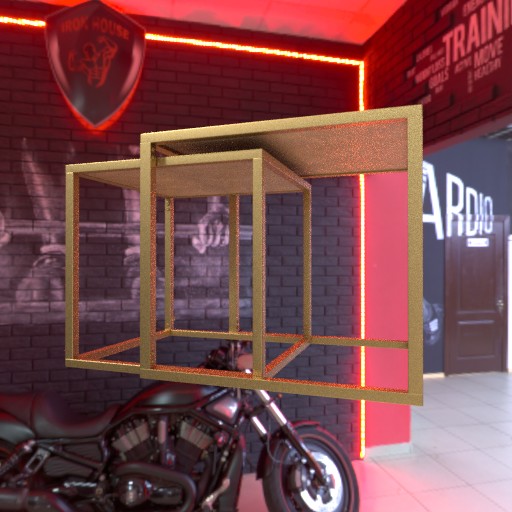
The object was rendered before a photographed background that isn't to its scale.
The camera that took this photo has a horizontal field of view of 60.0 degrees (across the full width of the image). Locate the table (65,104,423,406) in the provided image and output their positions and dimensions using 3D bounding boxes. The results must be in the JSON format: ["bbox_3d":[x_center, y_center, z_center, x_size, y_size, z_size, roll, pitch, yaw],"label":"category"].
[{"bbox_3d":[0.000,0.000,1.098,0.762,0.505,0.505,0,0,19],"label":"table"}]
